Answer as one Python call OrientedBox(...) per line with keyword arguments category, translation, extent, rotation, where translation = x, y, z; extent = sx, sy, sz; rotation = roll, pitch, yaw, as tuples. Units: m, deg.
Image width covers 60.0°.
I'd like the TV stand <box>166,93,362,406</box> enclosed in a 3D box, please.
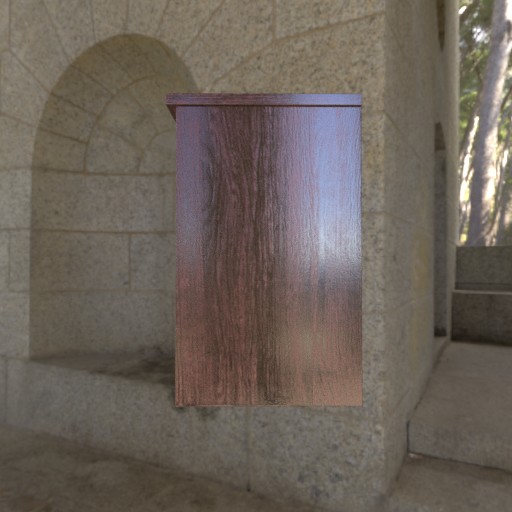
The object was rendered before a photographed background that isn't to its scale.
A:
OrientedBox(category="TV stand", translation=(0.000, 0.000, 1.454), extent=(0.404, 0.614, 1.192), rotation=(0, -1, -1))
